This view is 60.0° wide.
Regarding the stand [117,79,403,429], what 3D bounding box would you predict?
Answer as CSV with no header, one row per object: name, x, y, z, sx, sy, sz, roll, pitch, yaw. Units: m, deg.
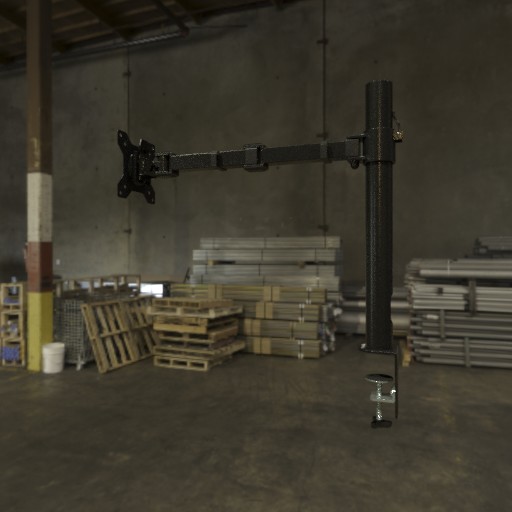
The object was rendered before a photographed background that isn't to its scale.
stand,0.000,0.000,0.724,0.456,0.510,0.115,0,0,20
